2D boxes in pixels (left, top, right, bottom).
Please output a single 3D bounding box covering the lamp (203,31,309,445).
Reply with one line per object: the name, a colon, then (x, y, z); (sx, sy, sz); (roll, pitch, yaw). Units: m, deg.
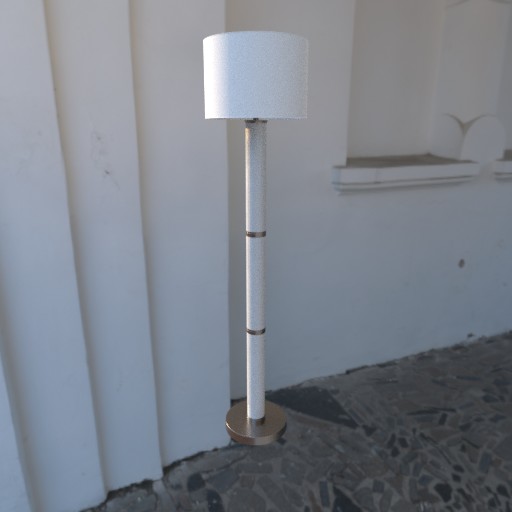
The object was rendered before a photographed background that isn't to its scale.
lamp: (0.000, 0.000, 1.800); (0.377, 1.599, 0.377); (-3, 16, -9)
